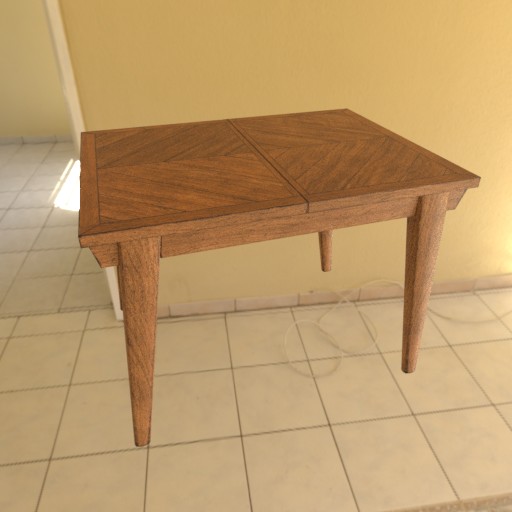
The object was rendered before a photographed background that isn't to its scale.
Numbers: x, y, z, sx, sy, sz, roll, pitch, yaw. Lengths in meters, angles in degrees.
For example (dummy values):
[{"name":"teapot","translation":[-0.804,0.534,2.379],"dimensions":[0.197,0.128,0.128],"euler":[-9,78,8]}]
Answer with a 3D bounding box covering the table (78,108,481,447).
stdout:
[{"name":"table","translation":[0.000,0.000,1.565],"dimensions":[1.027,0.760,0.757],"euler":[-10,34,-15]}]
